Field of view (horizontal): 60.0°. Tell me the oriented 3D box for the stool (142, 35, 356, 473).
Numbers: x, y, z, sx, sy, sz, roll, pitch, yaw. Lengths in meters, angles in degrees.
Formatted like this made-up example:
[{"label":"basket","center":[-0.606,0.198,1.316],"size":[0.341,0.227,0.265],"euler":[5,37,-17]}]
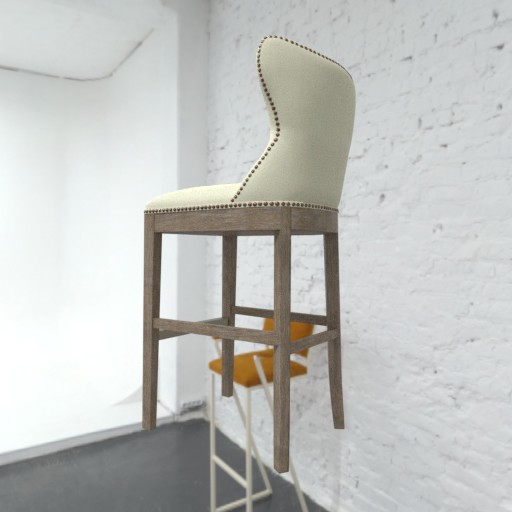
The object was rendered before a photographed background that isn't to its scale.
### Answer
[{"label":"stool","center":[0.000,0.000,1.425],"size":[0.606,1.123,0.494],"euler":[0,1,36]}]
